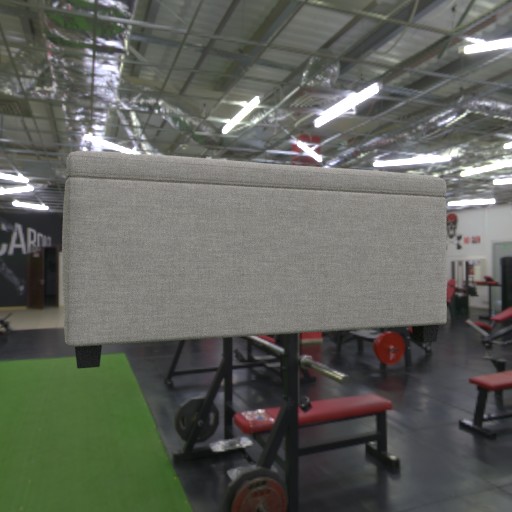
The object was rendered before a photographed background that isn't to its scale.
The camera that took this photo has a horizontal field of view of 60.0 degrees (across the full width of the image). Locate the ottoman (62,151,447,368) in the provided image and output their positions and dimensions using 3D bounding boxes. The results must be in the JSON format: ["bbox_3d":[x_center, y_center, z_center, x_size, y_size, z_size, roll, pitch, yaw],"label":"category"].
[{"bbox_3d":[0.000,0.000,1.151,0.902,0.432,0.419,0,0,-19],"label":"ottoman"}]
